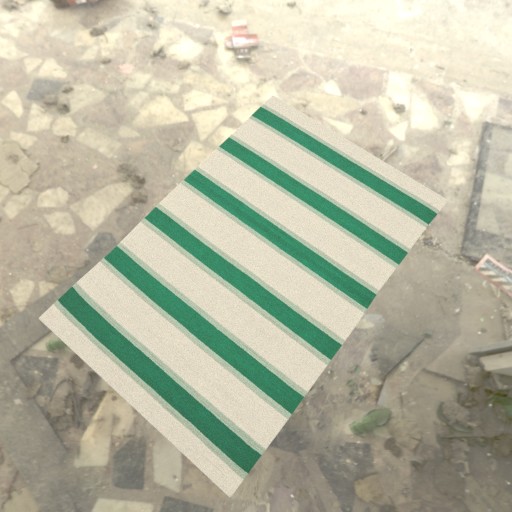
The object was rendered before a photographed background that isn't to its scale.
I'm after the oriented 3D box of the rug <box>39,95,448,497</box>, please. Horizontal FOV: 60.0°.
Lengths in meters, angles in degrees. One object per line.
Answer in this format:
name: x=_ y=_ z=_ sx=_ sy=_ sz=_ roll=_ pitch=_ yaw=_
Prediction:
rug: x=0.000 y=0.000 z=2.272 sx=1.210 sy=0.012 sz=1.829 roll=36 pitch=70 yaw=15
